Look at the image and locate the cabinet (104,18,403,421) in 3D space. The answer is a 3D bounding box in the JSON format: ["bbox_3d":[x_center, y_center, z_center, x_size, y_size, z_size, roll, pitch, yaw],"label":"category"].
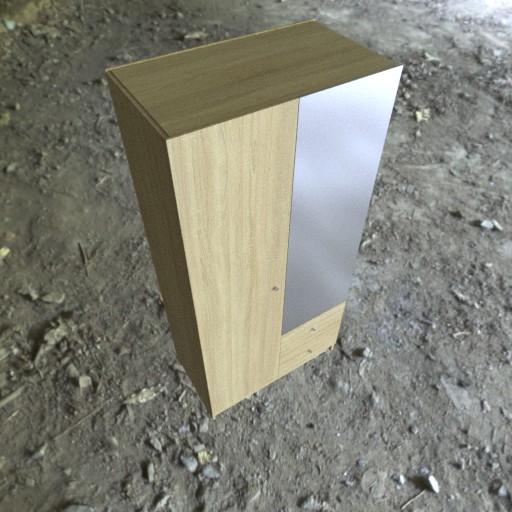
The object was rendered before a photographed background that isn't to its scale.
[{"bbox_3d":[0.000,0.000,2.474,1.001,2.121,0.590,-25,52,-21],"label":"cabinet"}]
